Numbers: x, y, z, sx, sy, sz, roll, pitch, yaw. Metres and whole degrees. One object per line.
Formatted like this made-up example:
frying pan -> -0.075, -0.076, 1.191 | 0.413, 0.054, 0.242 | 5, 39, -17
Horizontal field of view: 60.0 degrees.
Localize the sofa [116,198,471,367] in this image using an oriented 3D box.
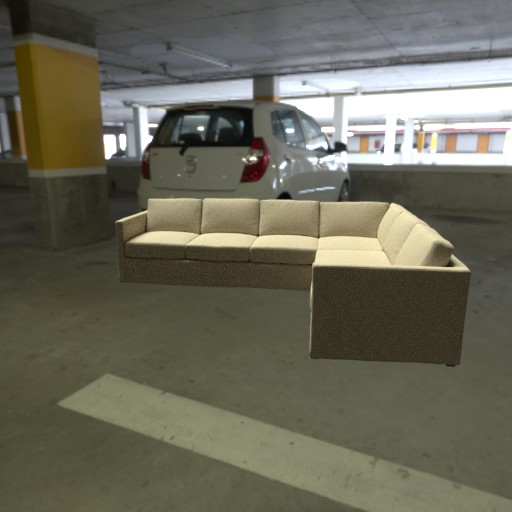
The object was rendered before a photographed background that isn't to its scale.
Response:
sofa -> 0.000, 0.000, 4.277 | 3.182, 0.871, 2.432 | 2, 14, 9
